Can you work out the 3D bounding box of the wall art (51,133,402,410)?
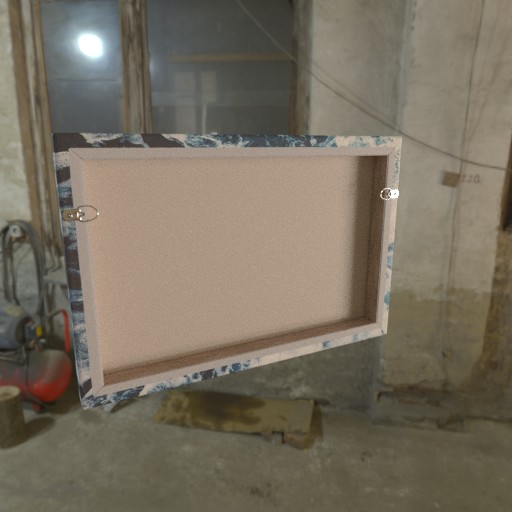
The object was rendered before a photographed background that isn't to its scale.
[{"bbox_3d":[0.000,0.000,0.772,0.609,0.407,0.043,-7,16,-26],"label":"wall art"}]
